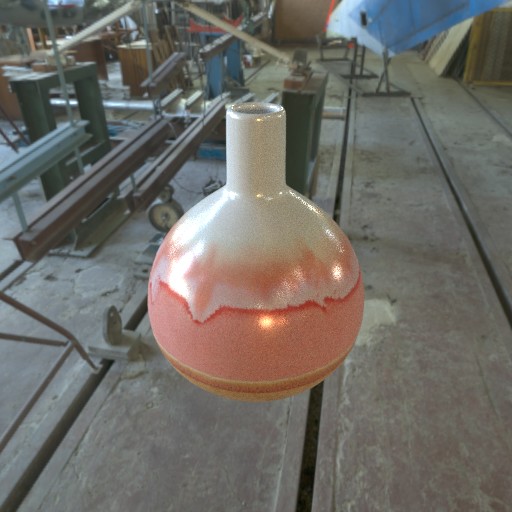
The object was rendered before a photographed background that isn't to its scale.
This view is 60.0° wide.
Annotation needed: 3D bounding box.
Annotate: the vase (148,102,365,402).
[{"bbox_3d":[0.000,0.000,0.272,0.137,0.176,0.137,0,31,0],"label":"vase"}]
